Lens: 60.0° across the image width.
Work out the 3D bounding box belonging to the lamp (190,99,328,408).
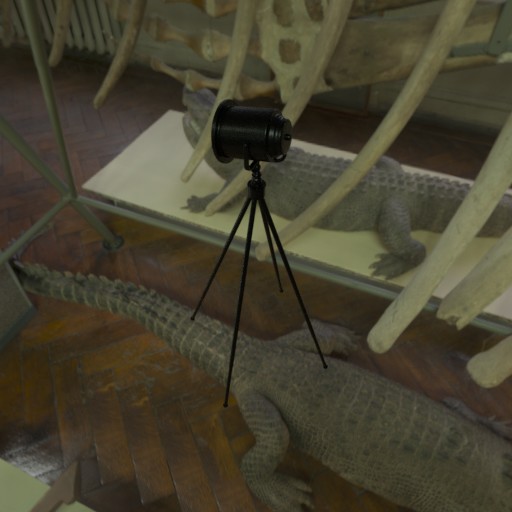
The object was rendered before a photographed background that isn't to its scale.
[{"bbox_3d":[0.000,0.000,2.109,0.884,1.504,0.879,17,48,16],"label":"lamp"}]
